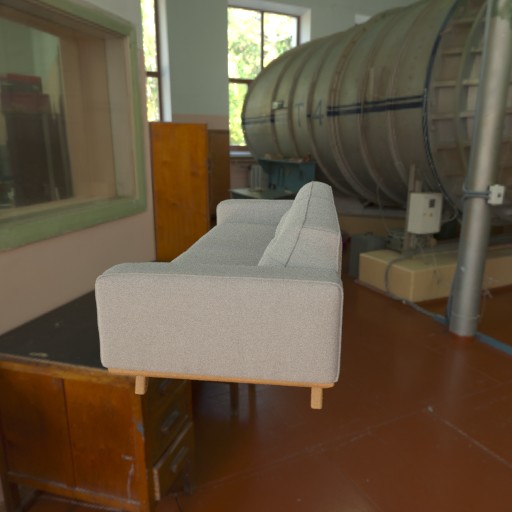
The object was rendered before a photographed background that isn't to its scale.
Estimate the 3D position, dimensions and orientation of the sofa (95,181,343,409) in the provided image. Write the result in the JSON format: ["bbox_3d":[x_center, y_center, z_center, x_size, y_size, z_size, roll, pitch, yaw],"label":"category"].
[{"bbox_3d":[0.000,0.000,2.740,0.956,0.781,2.270,2,15,8],"label":"sofa"}]
